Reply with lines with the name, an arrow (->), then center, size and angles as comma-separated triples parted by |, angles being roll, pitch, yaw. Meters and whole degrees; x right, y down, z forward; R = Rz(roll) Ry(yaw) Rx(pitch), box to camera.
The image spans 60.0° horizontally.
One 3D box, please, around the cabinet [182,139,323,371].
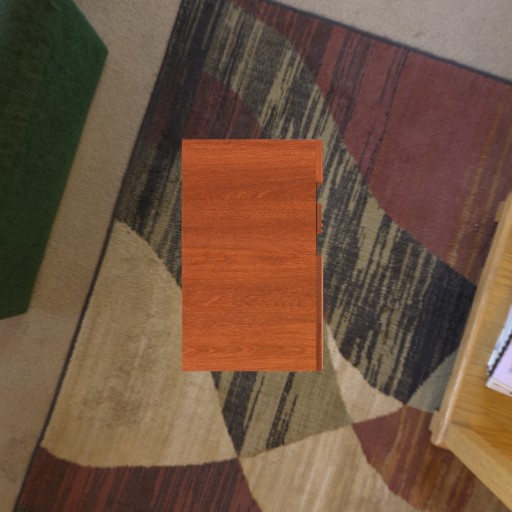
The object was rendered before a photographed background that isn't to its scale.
cabinet -> 0.000, 0.000, 2.252 | 0.420, 1.980, 0.660 | 0, 90, 0
